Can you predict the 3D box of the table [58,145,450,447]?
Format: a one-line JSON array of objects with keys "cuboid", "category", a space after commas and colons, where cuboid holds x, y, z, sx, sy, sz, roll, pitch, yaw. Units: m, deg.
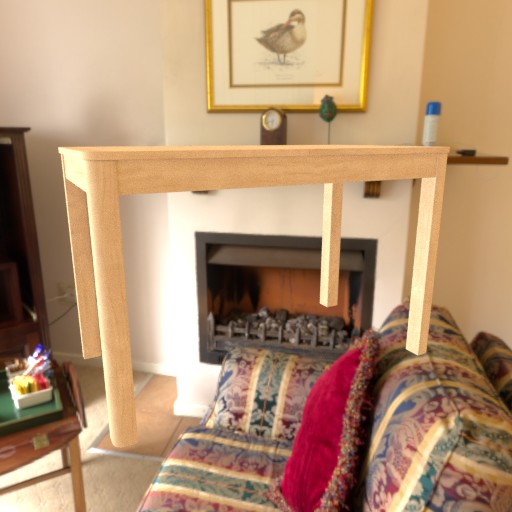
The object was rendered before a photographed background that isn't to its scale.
[{"cuboid": [0.000, 0.000, 1.884, 1.400, 0.900, 0.750, -8, 17, -27], "category": "table"}]
